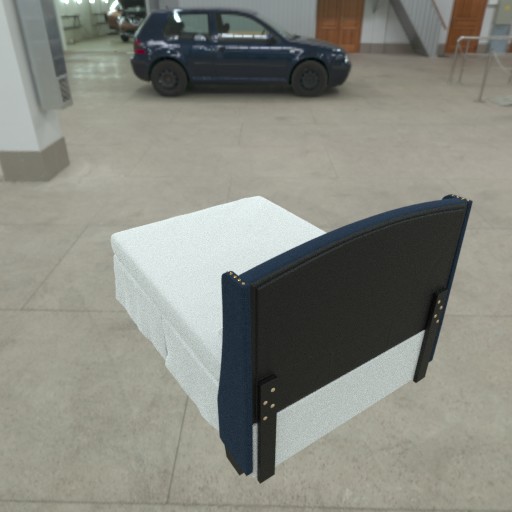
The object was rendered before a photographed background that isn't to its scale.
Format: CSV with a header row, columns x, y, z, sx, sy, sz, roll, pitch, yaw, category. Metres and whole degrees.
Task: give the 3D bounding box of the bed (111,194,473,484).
x,y,z,sx,sy,sz,roll,pitch,yaw,category
0.000,0.000,3.259,1.604,1.402,2.223,-19,35,-29,bed
